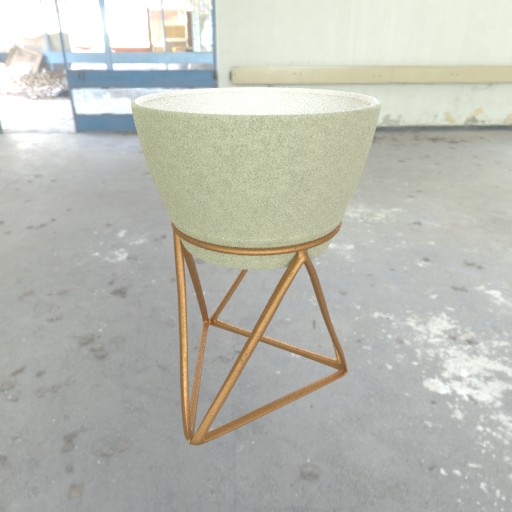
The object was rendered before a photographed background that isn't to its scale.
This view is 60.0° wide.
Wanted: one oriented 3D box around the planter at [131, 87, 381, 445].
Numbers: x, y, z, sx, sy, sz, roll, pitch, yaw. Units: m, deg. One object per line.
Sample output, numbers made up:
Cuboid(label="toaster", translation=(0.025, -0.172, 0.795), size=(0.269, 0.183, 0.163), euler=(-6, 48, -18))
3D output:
Cuboid(label="planter", translation=(0.000, 0.000, 0.746), size=(0.350, 0.504, 0.350), euler=(-1, 26, -1))
